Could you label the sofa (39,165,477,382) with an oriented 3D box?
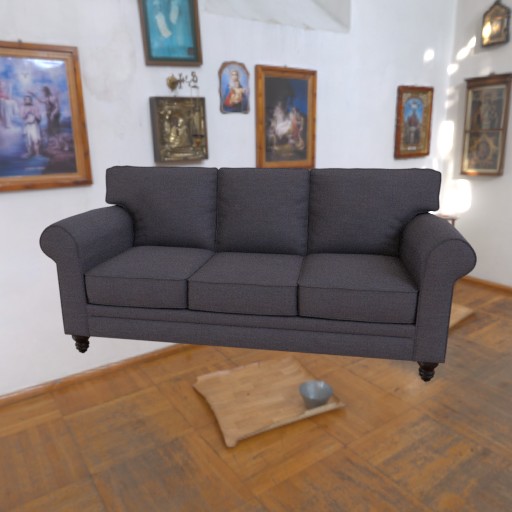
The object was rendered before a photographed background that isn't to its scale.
[{"bbox_3d":[0.000,0.000,2.503,2.084,0.966,0.909,2,14,9],"label":"sofa"}]
